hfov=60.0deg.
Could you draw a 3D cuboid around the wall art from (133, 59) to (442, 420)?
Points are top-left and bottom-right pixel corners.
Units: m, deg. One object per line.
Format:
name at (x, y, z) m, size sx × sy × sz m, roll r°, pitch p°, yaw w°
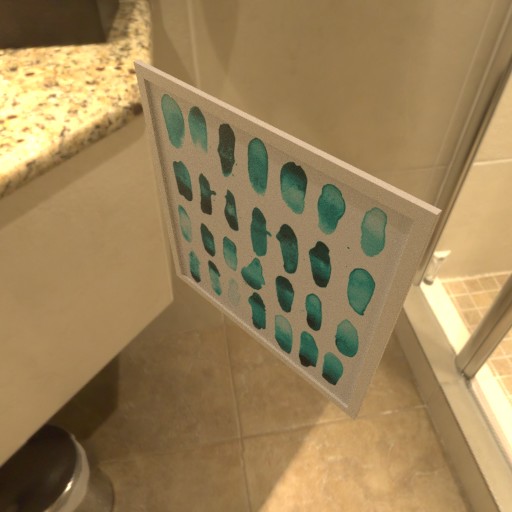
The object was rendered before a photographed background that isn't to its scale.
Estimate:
wall art at (0.000, 0.000, 0.674) m, size 0.456 × 0.457 × 0.009 m, roll 35°, pitch 56°, yaw 28°
